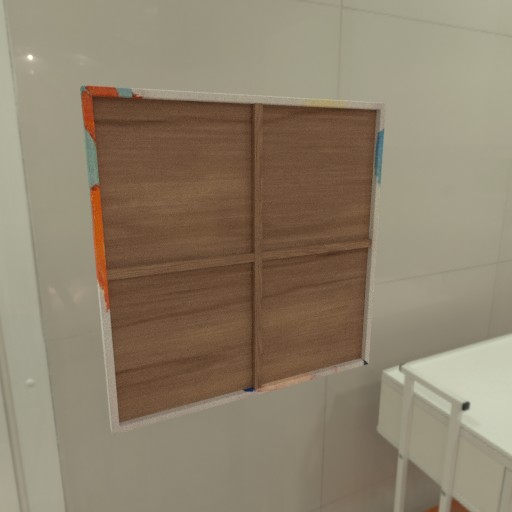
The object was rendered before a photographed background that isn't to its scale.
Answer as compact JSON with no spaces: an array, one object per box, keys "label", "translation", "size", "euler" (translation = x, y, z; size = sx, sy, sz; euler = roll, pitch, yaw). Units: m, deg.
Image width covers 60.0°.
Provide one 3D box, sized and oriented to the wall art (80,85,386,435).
[{"label":"wall art","translation":[0.000,0.000,1.193],"size":[0.814,0.814,0.037],"euler":[-7,15,-26]}]
